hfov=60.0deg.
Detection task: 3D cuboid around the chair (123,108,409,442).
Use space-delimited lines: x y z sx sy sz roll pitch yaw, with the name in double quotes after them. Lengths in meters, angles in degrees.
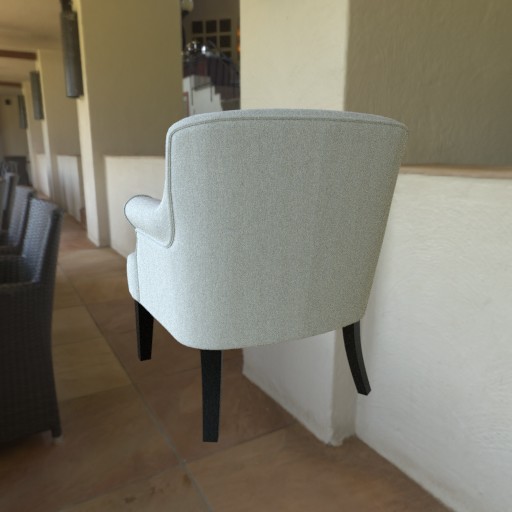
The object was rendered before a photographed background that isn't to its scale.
0.000 0.000 1.475 0.781 0.875 0.750 -7 15 -26 "chair"
